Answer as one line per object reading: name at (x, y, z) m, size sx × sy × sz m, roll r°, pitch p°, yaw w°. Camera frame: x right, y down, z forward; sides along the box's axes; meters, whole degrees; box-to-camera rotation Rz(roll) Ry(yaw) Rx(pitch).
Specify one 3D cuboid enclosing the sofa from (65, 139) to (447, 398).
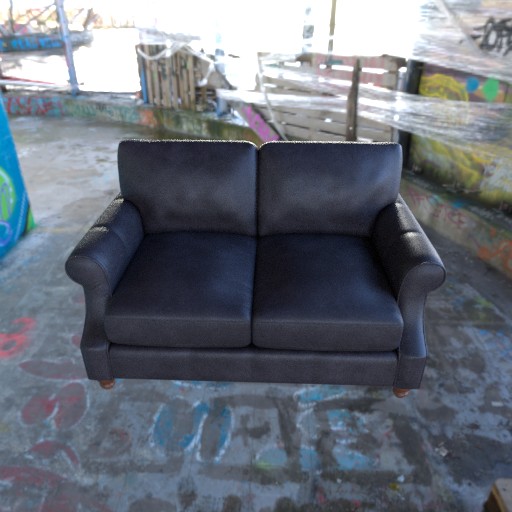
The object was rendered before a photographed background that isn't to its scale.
sofa at (0.000, 0.000, 2.269) m, size 1.663 × 0.979 × 1.030 m, roll 1°, pitch 30°, yaw 2°
